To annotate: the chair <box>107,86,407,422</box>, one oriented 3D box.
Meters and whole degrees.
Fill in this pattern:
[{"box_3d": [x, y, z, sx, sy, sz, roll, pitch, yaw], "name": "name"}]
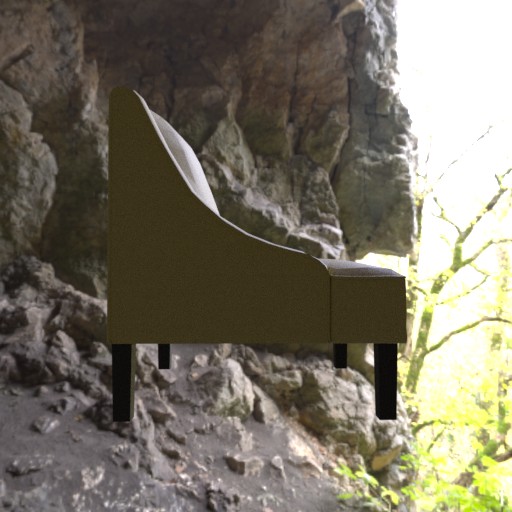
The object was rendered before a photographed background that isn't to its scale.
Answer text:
[{"box_3d": [0.000, 0.000, 1.515, 0.814, 0.896, 0.696, 0, -1, -1], "name": "chair"}]
